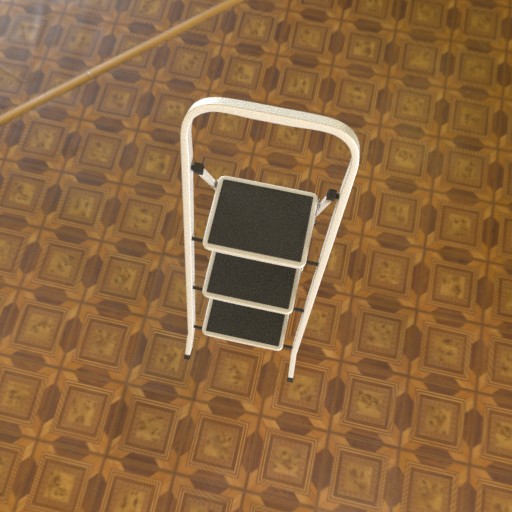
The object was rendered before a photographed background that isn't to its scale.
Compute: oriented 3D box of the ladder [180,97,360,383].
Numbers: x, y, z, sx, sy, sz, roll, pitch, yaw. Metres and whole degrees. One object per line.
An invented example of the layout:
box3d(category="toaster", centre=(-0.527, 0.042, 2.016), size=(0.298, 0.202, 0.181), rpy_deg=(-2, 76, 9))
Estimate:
box3d(category="ladder", centre=(0.000, 0.000, 1.409), size=(0.460, 1.050, 0.711), rpy_deg=(12, 75, 3))
